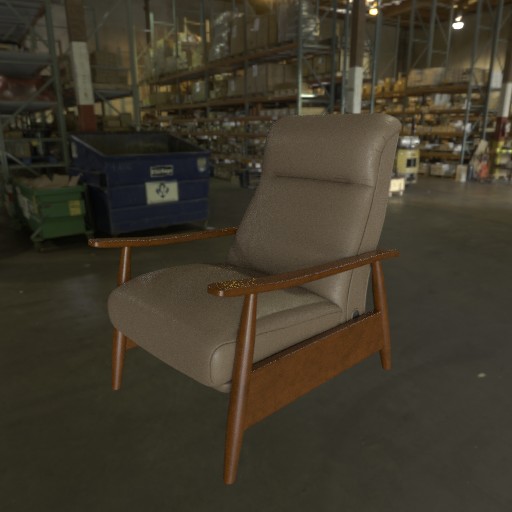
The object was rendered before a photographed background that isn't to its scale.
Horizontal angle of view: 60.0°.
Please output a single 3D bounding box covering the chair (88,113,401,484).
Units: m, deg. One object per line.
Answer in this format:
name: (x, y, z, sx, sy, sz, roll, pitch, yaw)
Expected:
chair: (0.000, 0.000, 1.745, 1.014, 1.082, 0.762, -15, 22, -43)
